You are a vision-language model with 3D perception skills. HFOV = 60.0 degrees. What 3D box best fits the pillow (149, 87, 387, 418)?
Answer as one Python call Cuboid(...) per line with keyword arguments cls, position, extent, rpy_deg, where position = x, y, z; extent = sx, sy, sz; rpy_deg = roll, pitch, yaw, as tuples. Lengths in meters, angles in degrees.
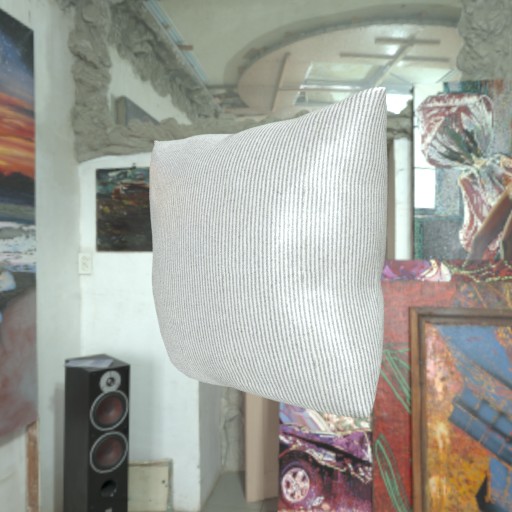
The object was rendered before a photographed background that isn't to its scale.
Cuboid(cls="pillow", position=(0.000, 0.000, 0.705), extent=(0.310, 0.432, 0.387), rpy_deg=(0, 0, -18))
